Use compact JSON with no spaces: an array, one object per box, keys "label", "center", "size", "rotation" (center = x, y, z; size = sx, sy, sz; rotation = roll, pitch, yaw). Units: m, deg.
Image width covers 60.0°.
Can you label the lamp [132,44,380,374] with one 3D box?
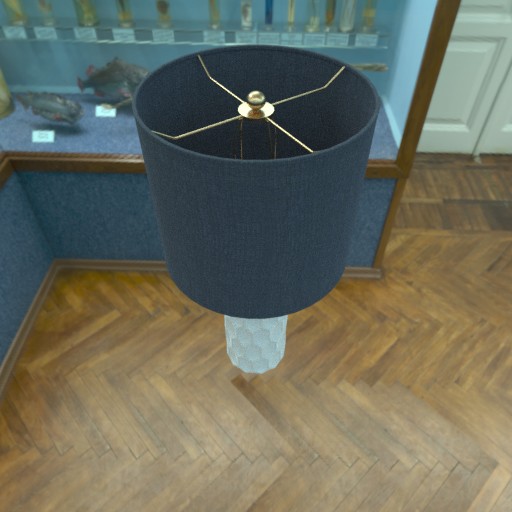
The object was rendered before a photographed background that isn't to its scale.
[{"label":"lamp","center":[0.000,0.000,0.695],"size":[0.277,0.537,0.277],"rotation":[3,46,3]}]
